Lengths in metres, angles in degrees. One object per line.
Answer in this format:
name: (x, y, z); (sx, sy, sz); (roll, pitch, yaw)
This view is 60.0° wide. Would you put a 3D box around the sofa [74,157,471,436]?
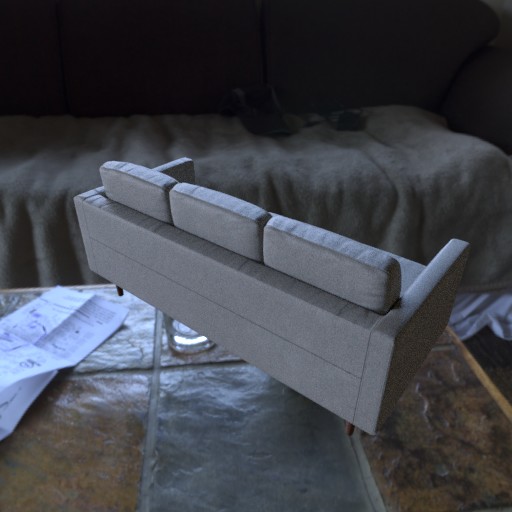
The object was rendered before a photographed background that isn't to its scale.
sofa: (0.000, 0.000, 2.500); (1.983, 0.918, 0.944); (23, 38, 32)
